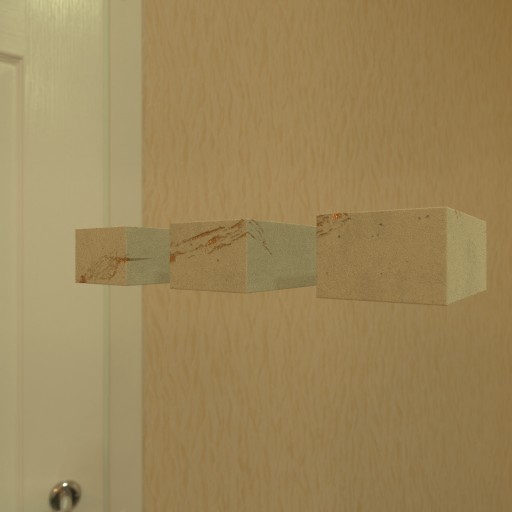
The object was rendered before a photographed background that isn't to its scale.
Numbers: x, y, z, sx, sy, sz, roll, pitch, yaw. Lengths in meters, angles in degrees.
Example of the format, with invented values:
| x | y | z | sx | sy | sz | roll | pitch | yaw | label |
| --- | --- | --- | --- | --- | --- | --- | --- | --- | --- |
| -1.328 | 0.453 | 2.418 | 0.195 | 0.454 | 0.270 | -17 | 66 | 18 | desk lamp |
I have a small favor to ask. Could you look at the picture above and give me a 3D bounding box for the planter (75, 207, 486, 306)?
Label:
| x | y | z | sx | sy | sz | roll | pitch | yaw | label |
| --- | --- | --- | --- | --- | --- | --- | --- | --- | --- |
| 0.000 | 0.000 | 0.377 | 0.333 | 0.051 | 0.127 | 0 | 0 | 36 | planter |
